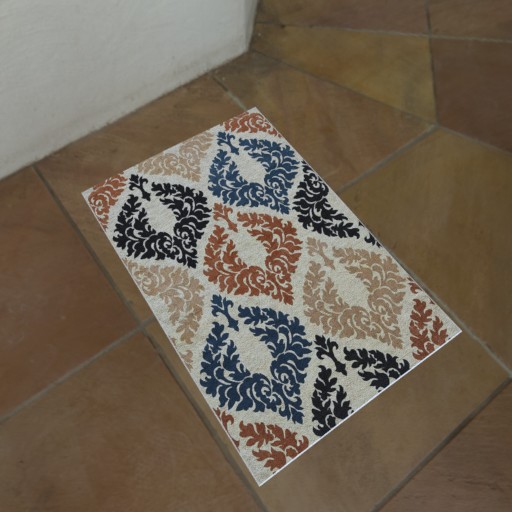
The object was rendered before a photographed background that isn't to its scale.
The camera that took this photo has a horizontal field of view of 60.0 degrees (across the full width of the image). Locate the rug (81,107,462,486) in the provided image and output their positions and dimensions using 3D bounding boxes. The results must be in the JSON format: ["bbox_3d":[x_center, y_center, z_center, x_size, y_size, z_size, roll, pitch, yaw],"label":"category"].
[{"bbox_3d":[0.000,0.000,2.951,1.514,0.014,2.275,-31,67,-15],"label":"rug"}]
